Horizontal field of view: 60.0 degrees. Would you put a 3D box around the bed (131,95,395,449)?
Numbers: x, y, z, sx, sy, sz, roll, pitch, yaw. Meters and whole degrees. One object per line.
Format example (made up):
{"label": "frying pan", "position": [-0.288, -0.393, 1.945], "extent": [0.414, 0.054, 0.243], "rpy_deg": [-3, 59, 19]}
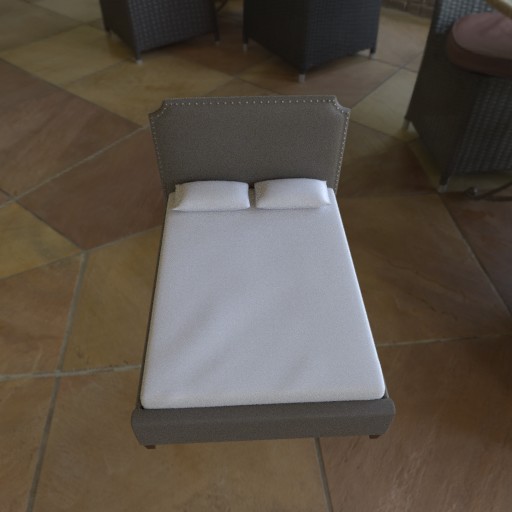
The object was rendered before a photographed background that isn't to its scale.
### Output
{"label": "bed", "position": [0.000, 0.000, 3.405], "extent": [1.712, 1.443, 2.372], "rpy_deg": [-2, 46, -2]}
